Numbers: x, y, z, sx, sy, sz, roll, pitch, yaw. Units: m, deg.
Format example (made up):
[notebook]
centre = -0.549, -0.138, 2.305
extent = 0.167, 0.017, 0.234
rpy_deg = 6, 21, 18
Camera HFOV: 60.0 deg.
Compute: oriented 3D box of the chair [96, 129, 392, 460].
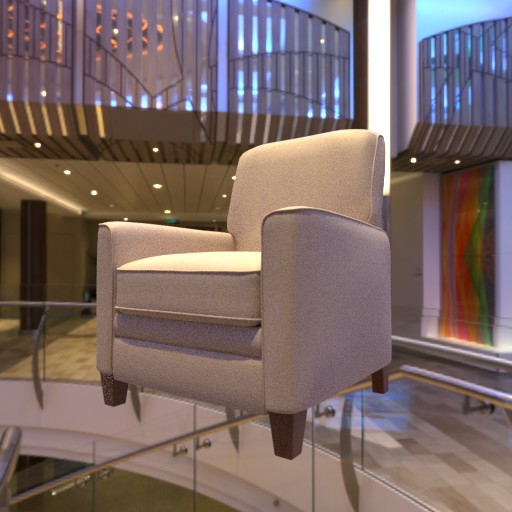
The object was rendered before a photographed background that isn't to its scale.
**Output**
[chair]
centre = 0.000, 0.000, 1.623
extent = 0.841, 1.023, 0.858
rpy_deg = -1, -1, 35
